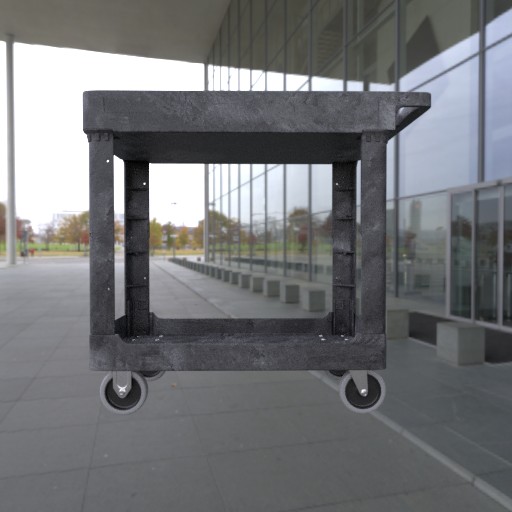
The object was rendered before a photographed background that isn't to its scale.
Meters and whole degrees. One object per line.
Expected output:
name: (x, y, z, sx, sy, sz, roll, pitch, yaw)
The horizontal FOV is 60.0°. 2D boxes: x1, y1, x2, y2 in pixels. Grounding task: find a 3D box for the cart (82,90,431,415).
cart: (0.000, 0.000, 1.309, 0.877, 0.824, 0.420, 0, 1, -1)
